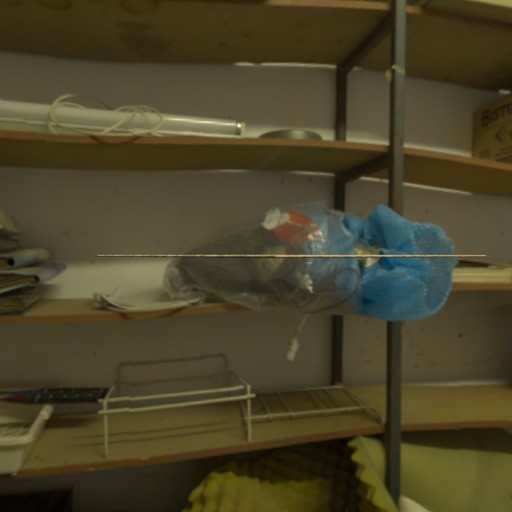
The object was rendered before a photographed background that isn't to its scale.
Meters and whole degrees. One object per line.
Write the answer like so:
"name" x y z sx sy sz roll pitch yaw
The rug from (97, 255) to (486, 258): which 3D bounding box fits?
"rug" 0.000 0.000 3.097 1.526 0.011 2.435 0 0 -35
